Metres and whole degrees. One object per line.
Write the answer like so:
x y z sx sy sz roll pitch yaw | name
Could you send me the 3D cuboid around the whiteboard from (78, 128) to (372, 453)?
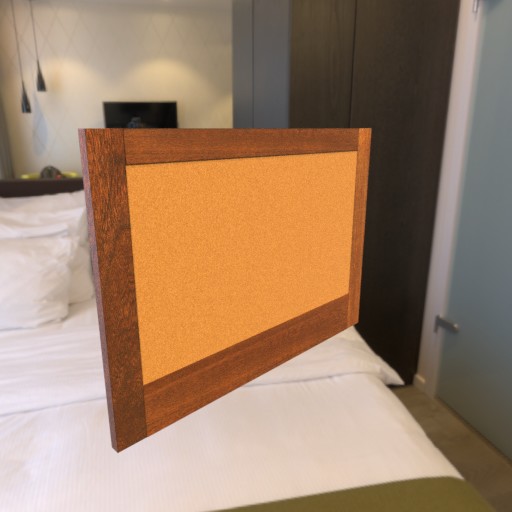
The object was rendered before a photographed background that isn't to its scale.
0.000 0.000 1.010 0.083 0.559 0.783 15 22 43 | whiteboard
